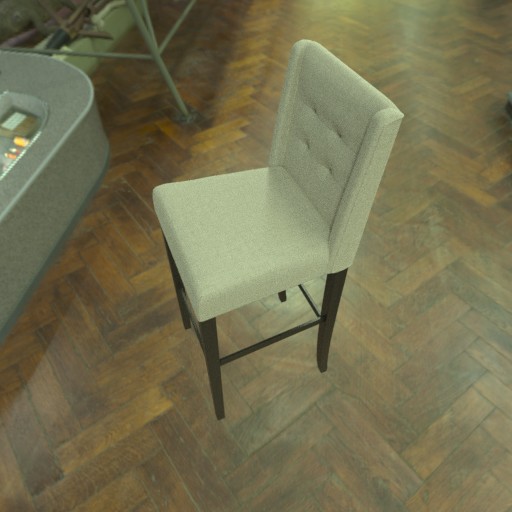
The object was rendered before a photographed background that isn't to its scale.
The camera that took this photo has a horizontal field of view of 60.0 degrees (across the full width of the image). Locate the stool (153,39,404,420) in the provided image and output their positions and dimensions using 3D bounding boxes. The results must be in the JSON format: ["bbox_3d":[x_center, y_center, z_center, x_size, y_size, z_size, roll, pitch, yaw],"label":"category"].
[{"bbox_3d":[0.000,0.000,1.401,0.509,1.116,0.474,-17,49,-15],"label":"stool"}]
